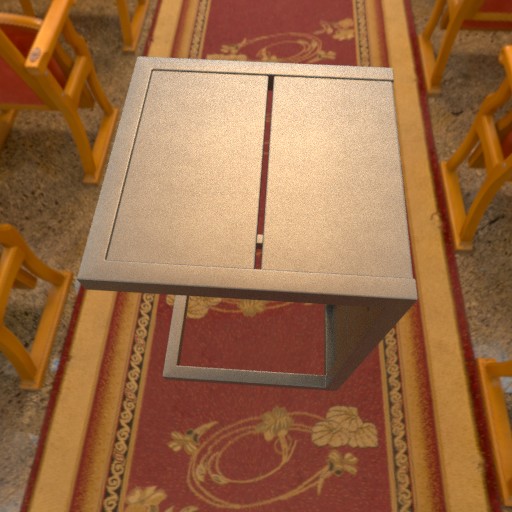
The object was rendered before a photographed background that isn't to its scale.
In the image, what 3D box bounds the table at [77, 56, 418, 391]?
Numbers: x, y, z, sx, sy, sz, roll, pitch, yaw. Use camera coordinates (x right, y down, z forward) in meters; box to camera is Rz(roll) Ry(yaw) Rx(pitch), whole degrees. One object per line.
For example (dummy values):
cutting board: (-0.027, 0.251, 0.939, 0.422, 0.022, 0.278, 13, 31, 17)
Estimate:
table: (0.000, 0.000, 0.905, 0.420, 0.609, 0.405, 3, 63, 2)
